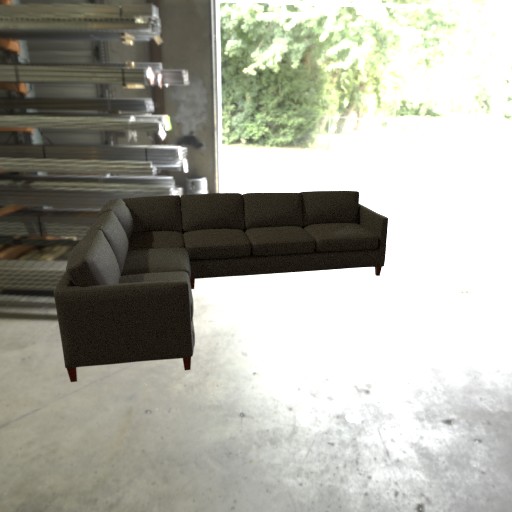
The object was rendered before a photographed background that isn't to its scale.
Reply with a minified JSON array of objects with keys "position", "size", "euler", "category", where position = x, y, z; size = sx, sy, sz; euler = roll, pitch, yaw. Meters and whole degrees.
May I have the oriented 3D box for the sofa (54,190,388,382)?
[{"position":[0.000,0.000,4.534],"size":[3.302,0.947,2.593],"euler":[-3,19,-10],"category":"sofa"}]
